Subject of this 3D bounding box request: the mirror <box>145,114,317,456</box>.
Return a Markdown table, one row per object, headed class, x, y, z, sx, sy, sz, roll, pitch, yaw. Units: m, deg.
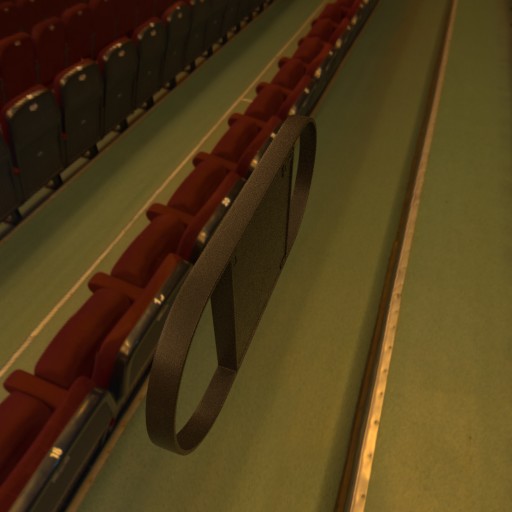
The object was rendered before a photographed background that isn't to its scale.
| class | x | y | z | sx | sy | sz | roll | pitch | yaw |
| --- | --- | --- | --- | --- | --- | --- | --- | --- | --- |
| mirror | 0.000 | 0.000 | 0.659 | 0.032 | 0.254 | 0.584 | 15 | 48 | 14 |
